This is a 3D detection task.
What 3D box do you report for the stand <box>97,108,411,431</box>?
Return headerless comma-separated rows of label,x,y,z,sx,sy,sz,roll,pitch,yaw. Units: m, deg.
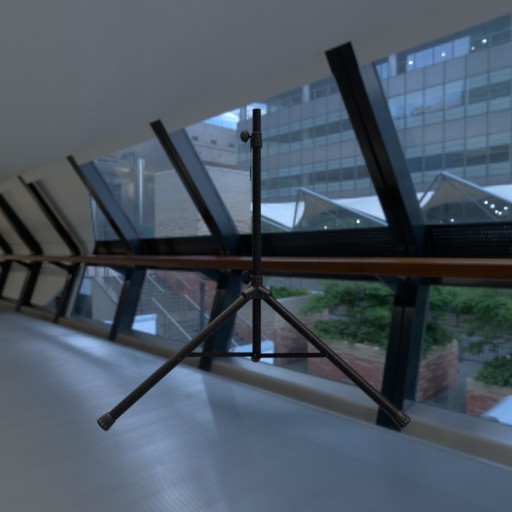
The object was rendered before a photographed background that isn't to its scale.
stand,0.000,0.000,1.875,1.045,1.136,0.907,0,2,1
